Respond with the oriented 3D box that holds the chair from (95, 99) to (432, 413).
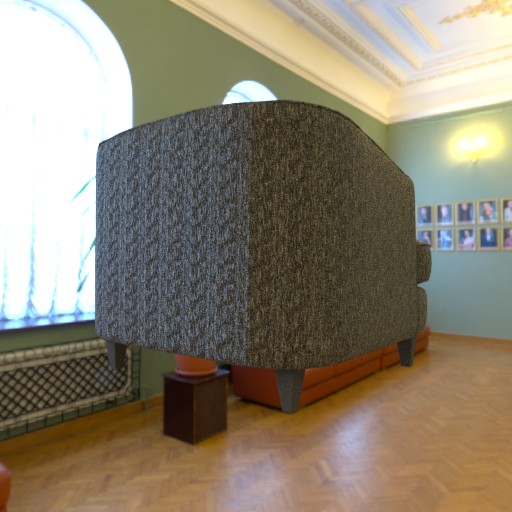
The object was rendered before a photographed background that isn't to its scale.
[{"bbox_3d":[0.000,0.000,1.725,1.104,0.852,0.941,0,-1,37],"label":"chair"}]
